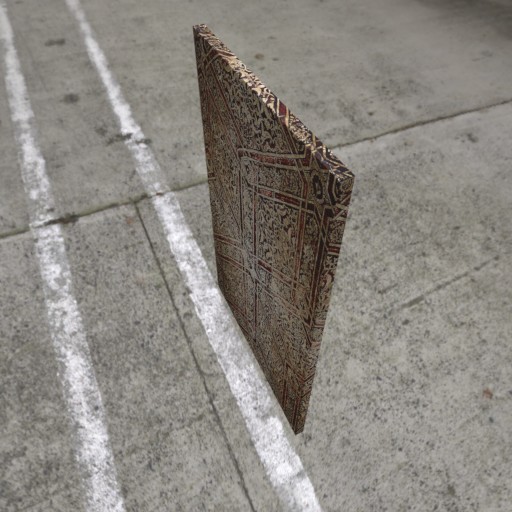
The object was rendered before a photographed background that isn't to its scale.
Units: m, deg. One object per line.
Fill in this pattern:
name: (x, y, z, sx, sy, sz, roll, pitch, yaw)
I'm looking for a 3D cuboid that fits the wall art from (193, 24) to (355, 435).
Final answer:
wall art: (0.000, 0.000, 1.119, 0.030, 0.904, 0.599, -19, 50, -16)
